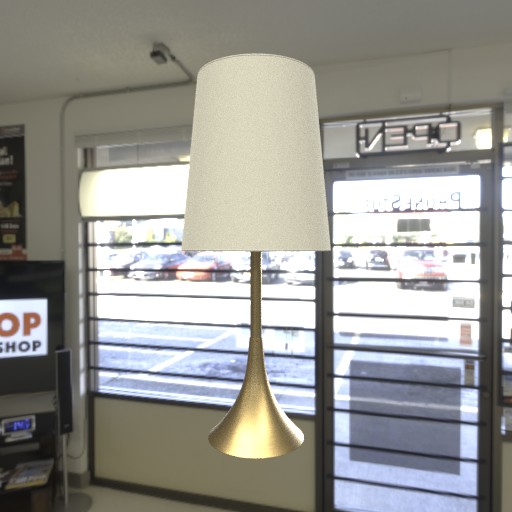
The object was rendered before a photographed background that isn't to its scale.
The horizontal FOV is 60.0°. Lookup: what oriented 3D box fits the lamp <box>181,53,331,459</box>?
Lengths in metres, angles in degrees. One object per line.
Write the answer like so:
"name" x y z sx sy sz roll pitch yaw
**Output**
"lamp" 0.000 0.000 0.694 0.231 0.569 0.231 0 1 0
